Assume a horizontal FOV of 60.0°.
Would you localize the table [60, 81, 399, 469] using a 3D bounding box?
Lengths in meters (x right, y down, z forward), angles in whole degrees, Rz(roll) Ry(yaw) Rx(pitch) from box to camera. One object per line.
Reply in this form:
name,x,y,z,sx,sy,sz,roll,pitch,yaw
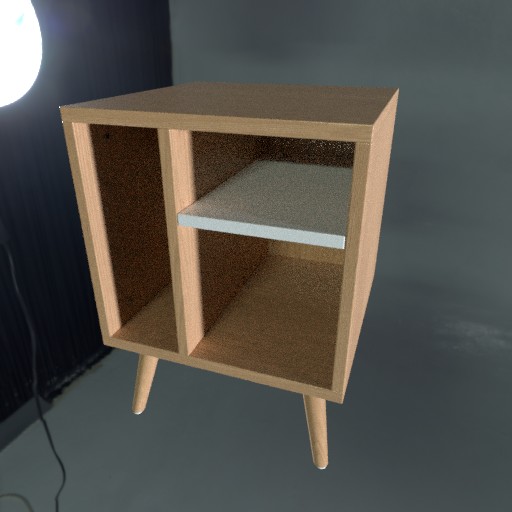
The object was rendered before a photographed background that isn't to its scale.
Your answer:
table,0.000,0.000,0.804,0.400,0.550,0.400,9,27,18
